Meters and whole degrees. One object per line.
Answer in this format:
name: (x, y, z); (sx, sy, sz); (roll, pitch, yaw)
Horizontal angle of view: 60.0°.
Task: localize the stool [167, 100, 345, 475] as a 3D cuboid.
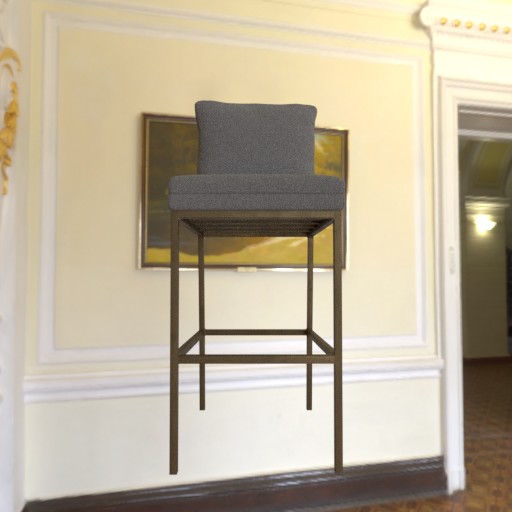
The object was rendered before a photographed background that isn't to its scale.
stool: (0.000, 0.000, 1.416); (0.463, 1.132, 0.569); (0, -2, 0)
